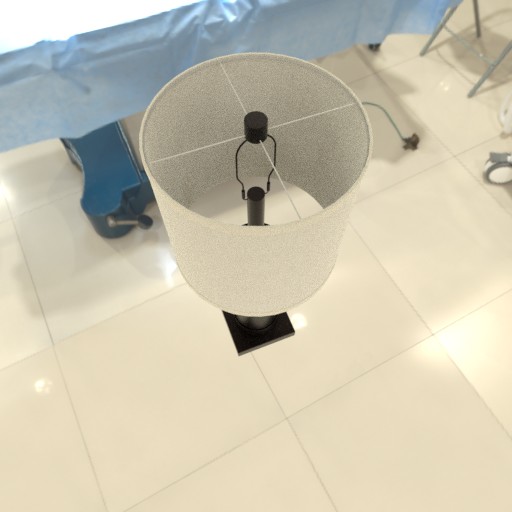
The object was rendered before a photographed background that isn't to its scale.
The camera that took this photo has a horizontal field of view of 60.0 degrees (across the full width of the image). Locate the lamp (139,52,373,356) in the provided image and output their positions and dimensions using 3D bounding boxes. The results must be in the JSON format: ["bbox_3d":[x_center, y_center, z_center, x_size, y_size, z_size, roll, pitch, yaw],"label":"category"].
[{"bbox_3d":[0.000,0.000,0.614,0.211,0.509,0.211,-19,64,-10],"label":"lamp"}]
